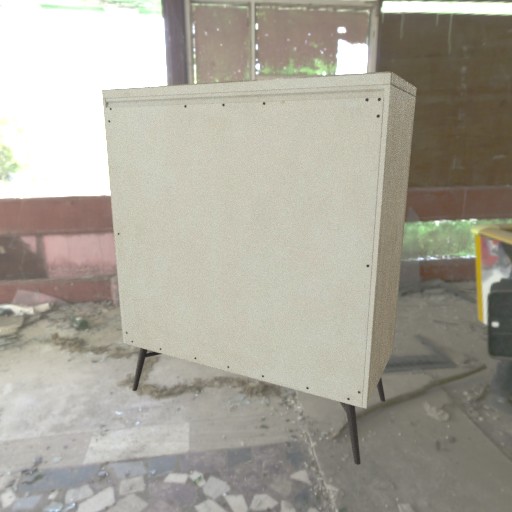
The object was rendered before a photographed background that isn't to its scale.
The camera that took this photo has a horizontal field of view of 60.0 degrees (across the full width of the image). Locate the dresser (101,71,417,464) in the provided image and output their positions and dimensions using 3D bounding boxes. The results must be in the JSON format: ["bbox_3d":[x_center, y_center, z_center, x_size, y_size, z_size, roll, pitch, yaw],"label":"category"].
[{"bbox_3d":[0.000,0.000,1.717,1.016,1.219,0.457,8,17,26],"label":"dresser"}]
